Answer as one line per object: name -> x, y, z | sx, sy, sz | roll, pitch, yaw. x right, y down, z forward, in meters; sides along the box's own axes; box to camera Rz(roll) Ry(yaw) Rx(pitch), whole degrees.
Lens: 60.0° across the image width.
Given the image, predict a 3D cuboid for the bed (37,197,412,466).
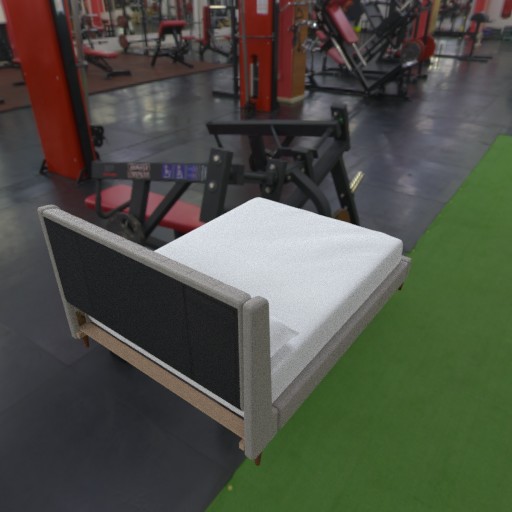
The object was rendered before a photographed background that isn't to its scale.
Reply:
bed -> 0.000, 0.000, 3.295 | 1.656, 1.147, 2.232 | 21, 37, 31
